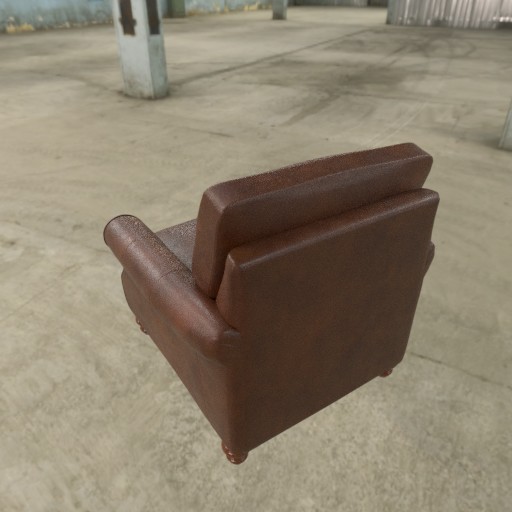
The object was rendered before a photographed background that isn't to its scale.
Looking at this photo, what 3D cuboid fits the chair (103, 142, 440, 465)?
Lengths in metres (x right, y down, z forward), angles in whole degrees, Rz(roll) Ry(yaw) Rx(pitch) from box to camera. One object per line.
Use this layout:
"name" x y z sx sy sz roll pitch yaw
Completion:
"chair" 0.000 0.000 1.741 0.989 0.972 0.992 -19 36 -28
